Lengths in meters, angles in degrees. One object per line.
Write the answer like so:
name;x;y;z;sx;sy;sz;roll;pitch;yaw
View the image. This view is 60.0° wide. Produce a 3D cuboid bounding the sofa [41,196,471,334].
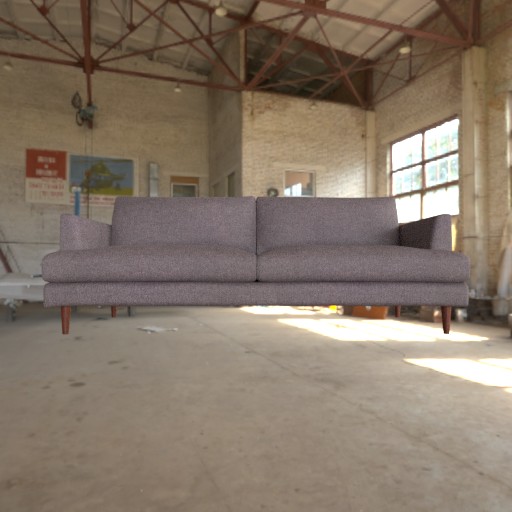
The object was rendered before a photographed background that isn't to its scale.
sofa;0.000;0.000;2.813;2.250;0.868;1.020;0;-2;0
